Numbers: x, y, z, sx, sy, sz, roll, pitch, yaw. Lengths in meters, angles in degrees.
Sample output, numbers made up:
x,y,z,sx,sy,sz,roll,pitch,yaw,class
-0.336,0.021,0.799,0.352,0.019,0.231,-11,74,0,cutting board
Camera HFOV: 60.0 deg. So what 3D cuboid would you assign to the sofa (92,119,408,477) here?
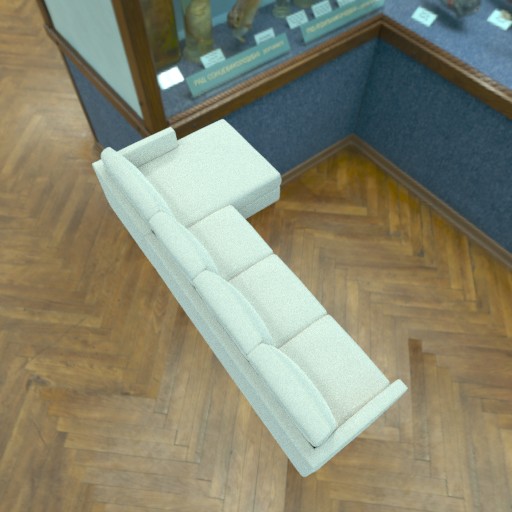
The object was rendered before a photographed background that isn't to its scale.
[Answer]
x,y,z,sx,sy,sz,roll,pitch,yaw,class
0.000,0.000,4.177,1.606,0.954,3.471,-32,63,-18,sofa
